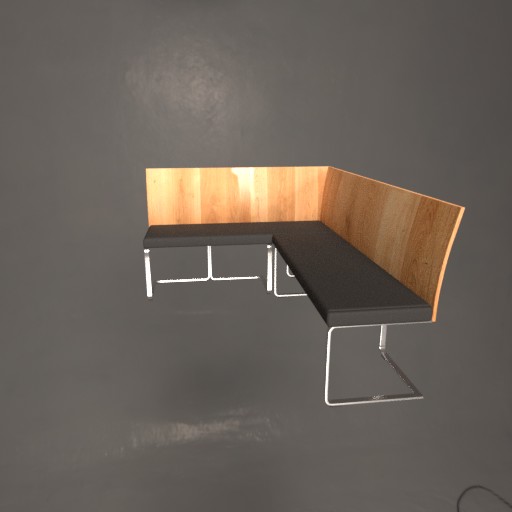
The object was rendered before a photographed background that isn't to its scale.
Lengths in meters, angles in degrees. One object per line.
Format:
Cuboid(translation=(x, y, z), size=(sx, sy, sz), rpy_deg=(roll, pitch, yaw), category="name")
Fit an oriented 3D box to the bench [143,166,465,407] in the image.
Cuboid(translation=(0.000, 0.000, 2.802), size=(1.495, 0.930, 1.945), rpy_deg=(-2, 17, -7), category="bench")
